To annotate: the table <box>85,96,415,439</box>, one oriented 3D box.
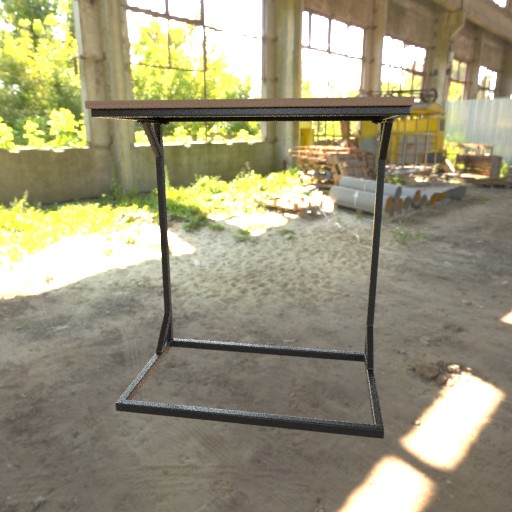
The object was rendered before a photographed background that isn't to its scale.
[{"bbox_3d":[0.000,0.000,1.043,0.597,0.673,0.351,2,15,9],"label":"table"}]
